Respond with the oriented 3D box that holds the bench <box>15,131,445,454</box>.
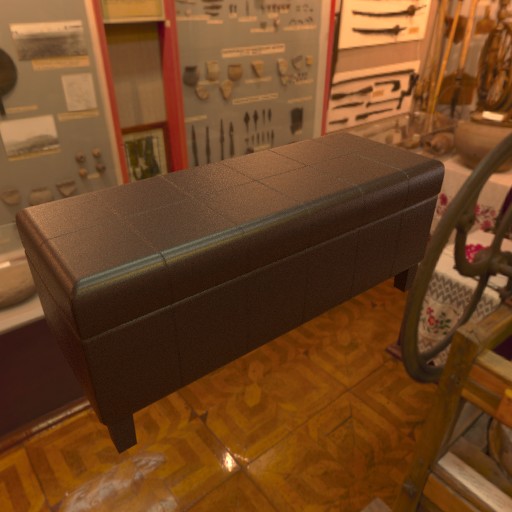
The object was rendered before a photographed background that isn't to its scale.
[{"bbox_3d":[0.000,0.000,1.268,1.092,0.457,0.429,-21,37,-31],"label":"bench"}]
